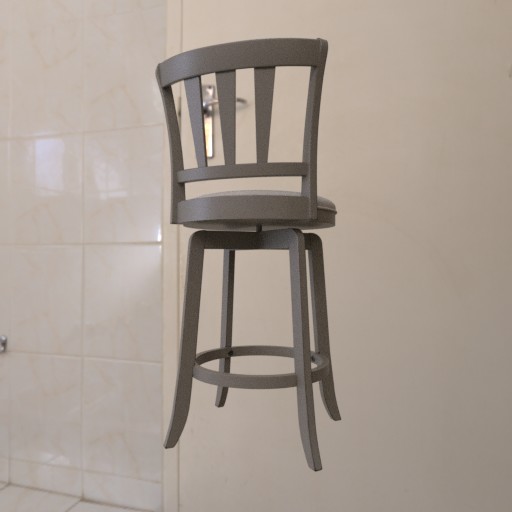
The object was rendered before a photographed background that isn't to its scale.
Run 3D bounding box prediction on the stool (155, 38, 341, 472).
[{"bbox_3d":[0.000,0.000,1.227,0.450,0.994,0.486,0,0,18],"label":"stool"}]
